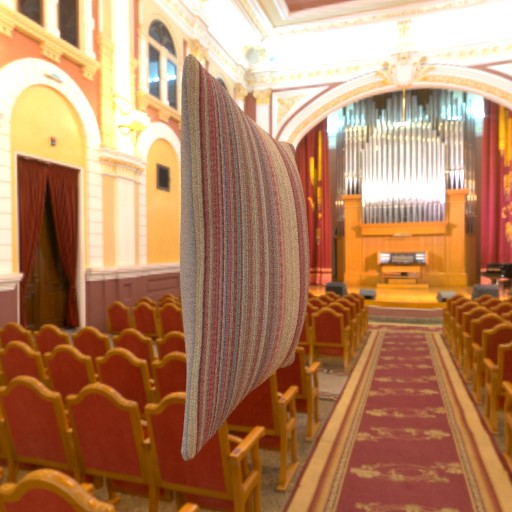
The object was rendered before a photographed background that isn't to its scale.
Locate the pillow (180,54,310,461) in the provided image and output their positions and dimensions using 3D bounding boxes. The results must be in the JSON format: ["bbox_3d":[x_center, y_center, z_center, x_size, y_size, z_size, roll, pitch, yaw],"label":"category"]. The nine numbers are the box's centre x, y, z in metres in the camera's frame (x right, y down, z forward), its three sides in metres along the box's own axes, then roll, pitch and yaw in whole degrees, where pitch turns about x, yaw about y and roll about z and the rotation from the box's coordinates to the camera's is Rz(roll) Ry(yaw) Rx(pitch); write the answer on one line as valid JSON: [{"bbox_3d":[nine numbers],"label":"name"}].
[{"bbox_3d":[0.000,0.000,0.650,0.136,0.419,0.437,0,1,19],"label":"pillow"}]
